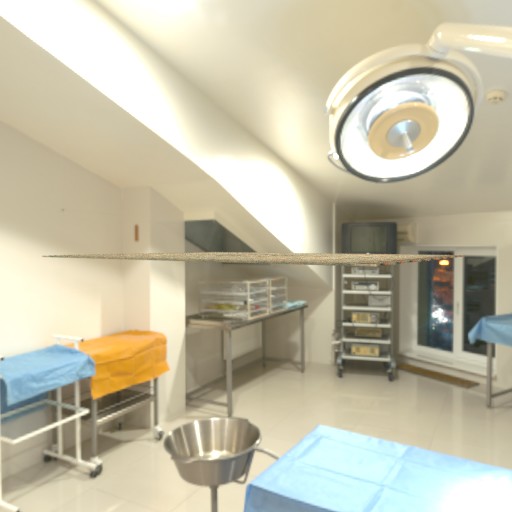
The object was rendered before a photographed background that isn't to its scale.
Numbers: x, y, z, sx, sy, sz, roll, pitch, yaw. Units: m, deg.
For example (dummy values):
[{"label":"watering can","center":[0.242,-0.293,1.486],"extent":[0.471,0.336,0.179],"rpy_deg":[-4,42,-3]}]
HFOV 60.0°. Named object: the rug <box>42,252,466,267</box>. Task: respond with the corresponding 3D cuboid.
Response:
[{"label":"rug","center":[0.000,0.000,2.239],"extent":[1.730,0.009,1.278],"rpy_deg":[1,2,35]}]
